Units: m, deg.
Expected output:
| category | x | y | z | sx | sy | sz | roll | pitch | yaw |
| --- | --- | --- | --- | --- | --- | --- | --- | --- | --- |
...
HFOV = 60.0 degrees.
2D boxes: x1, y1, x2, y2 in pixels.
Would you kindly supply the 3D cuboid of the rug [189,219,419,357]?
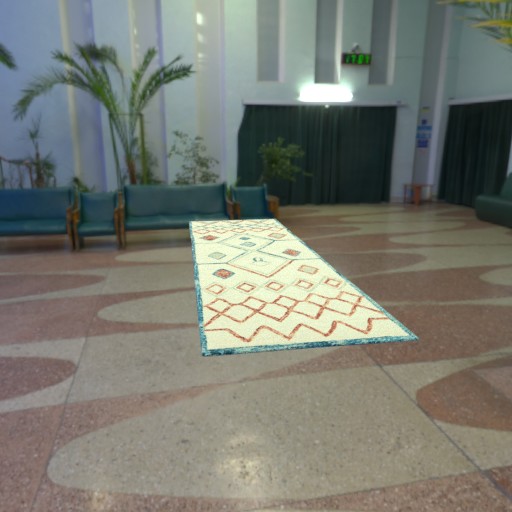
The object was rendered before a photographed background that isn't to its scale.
| category | x | y | z | sx | sy | sz | roll | pitch | yaw |
| --- | --- | --- | --- | --- | --- | --- | --- | --- | --- |
| rug | 0.000 | 0.000 | 2.638 | 0.750 | 0.011 | 2.435 | -2 | 15 | -9 |
